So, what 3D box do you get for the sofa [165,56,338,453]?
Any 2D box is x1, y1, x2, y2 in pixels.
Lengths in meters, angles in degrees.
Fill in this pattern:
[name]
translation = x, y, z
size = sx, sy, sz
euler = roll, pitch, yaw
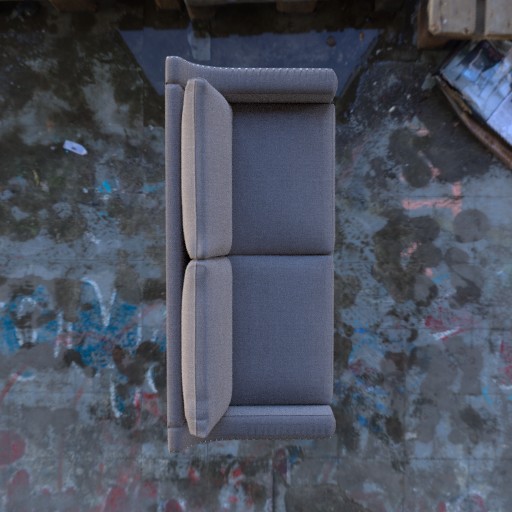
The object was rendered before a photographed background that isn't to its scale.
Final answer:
[sofa]
translation = 0.000, 0.000, 2.736
size = 1.000, 0.857, 2.208
euler = 0, 92, -1
